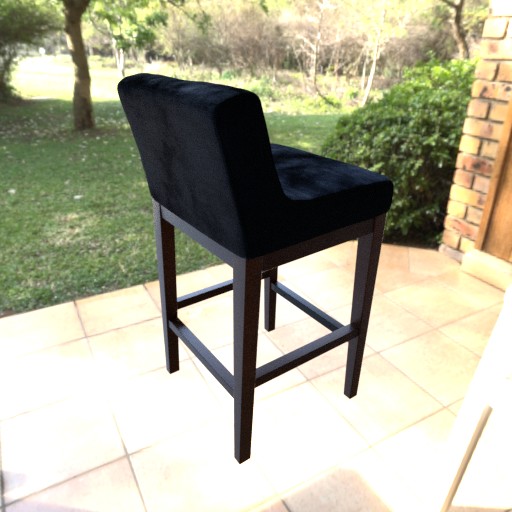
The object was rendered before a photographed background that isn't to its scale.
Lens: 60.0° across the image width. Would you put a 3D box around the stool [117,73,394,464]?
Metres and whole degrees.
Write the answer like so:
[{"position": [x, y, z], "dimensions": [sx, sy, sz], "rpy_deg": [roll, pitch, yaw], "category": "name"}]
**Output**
[{"position": [0.000, 0.000, 1.244], "dimensions": [0.516, 0.945, 0.511], "rpy_deg": [-17, 31, -31], "category": "stool"}]
